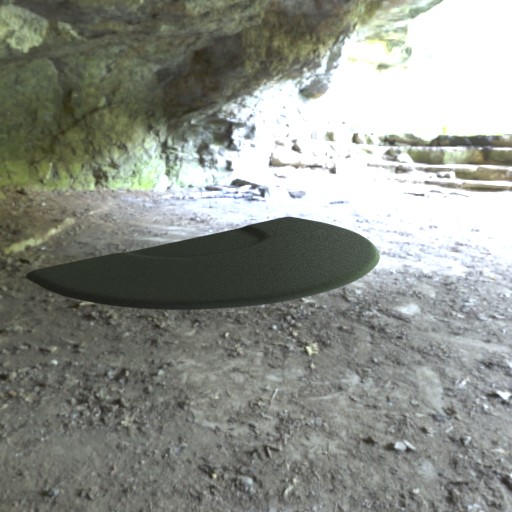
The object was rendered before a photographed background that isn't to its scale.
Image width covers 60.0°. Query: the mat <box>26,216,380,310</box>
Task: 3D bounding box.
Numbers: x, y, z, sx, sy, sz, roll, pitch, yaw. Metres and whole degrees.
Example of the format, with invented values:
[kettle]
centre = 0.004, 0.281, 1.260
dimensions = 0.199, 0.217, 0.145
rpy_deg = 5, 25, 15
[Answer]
[mat]
centre = 0.000, 0.000, 1.844
dimensions = 0.917, 0.022, 1.525
rpy_deg = 15, 21, 42
